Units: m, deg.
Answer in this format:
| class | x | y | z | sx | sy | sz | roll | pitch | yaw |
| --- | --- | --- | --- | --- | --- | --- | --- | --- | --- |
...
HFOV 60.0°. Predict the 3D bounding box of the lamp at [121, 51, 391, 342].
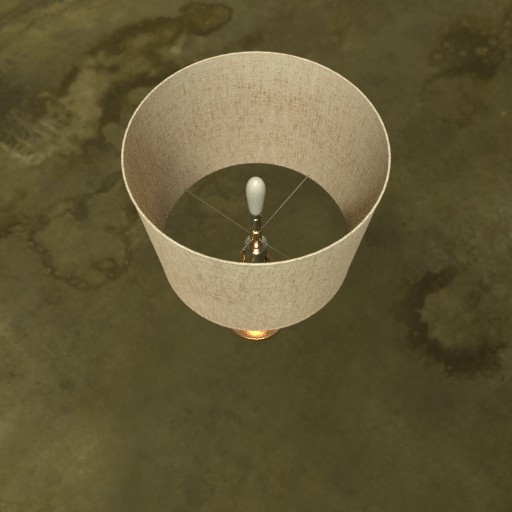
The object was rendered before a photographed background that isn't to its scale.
| class | x | y | z | sx | sy | sz | roll | pitch | yaw |
| --- | --- | --- | --- | --- | --- | --- | --- | --- | --- |
| lamp | 0.000 | 0.000 | 0.806 | 0.321 | 0.610 | 0.321 | -5 | 64 | -3 |
